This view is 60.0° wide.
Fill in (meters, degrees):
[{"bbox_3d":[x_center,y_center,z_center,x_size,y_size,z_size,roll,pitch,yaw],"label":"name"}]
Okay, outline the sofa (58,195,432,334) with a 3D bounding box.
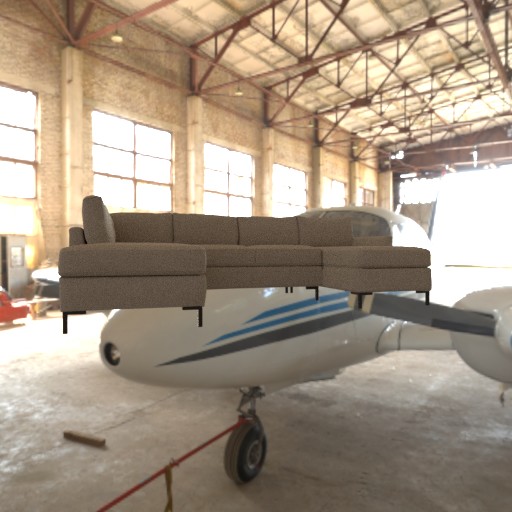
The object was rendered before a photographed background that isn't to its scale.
[{"bbox_3d":[0.000,0.000,3.869,2.984,0.862,1.989,0,1,-18],"label":"sofa"}]
